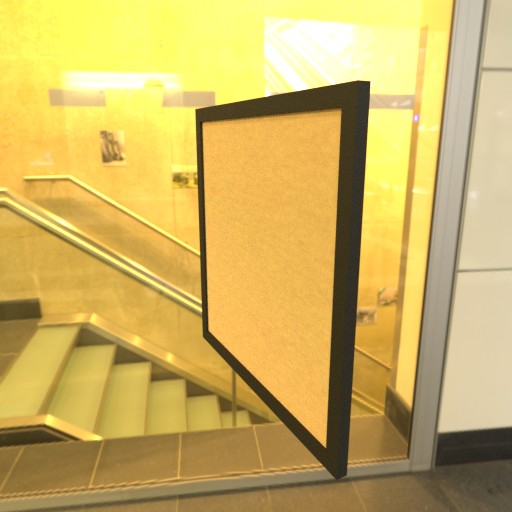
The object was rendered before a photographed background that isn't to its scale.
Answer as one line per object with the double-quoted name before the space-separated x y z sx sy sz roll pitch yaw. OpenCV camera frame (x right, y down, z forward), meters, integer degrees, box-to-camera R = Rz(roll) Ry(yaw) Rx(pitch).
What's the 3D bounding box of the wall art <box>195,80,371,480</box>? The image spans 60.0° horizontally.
"wall art" 0.000 0.000 0.531 0.013 0.356 0.356 -7 16 -26
